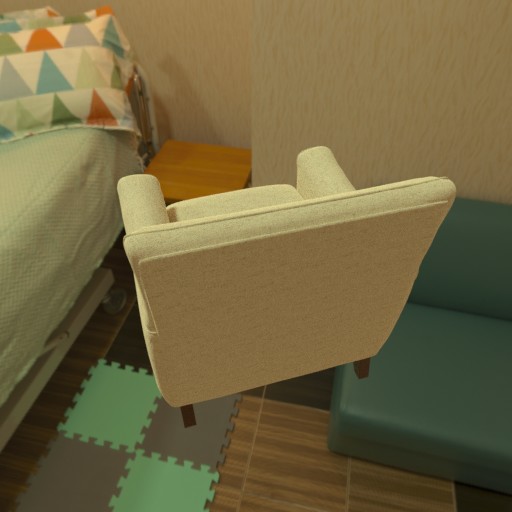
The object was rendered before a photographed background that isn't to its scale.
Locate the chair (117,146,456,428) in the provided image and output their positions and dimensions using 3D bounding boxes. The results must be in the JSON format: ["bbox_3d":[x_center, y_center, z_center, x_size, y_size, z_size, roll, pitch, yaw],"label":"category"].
[{"bbox_3d":[0.000,0.000,1.595,0.870,0.943,0.823,-11,44,-12],"label":"chair"}]
